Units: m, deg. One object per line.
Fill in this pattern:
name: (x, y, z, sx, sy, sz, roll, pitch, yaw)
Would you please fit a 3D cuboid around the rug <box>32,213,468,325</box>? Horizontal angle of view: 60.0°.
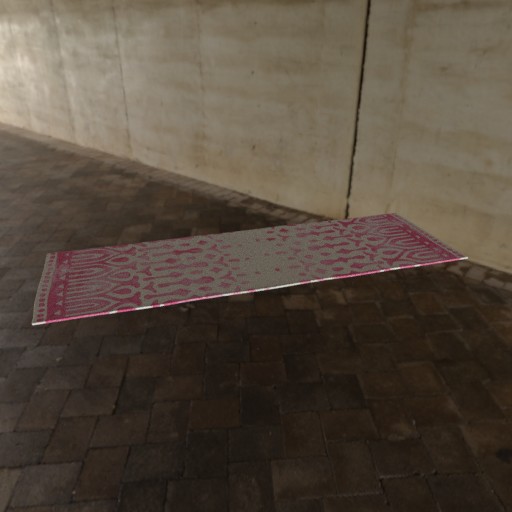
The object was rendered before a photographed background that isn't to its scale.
rug: (0.000, 0.000, 2.712, 2.458, 0.011, 0.787, -8, 28, -15)
